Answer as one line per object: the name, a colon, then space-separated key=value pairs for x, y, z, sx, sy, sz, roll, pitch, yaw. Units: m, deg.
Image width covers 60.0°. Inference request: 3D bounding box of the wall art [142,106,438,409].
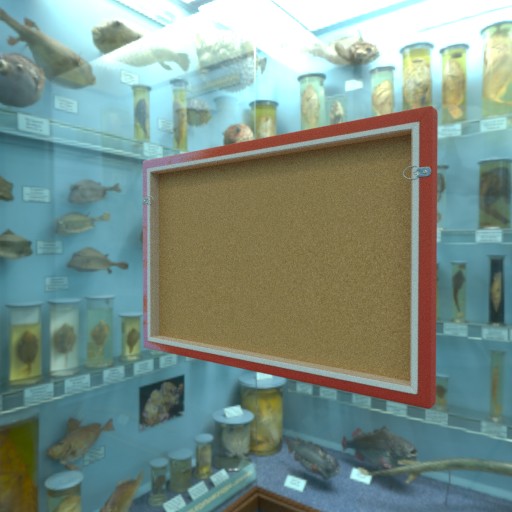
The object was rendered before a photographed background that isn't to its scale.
wall art: x=0.000 y=0.000 z=1.177 sx=0.913 sy=0.609 sz=0.040 roll=1 pitch=1 yaw=38
